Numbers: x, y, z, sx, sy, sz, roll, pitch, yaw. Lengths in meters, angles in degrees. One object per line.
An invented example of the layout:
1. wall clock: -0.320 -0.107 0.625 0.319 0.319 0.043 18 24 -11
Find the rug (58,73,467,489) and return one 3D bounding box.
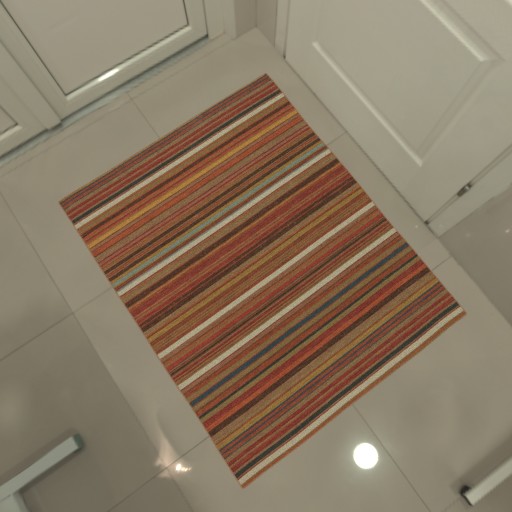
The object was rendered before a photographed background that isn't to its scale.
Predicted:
1. rug: 0.000 0.000 4.106 2.479 0.023 3.092 -35 78 -8
